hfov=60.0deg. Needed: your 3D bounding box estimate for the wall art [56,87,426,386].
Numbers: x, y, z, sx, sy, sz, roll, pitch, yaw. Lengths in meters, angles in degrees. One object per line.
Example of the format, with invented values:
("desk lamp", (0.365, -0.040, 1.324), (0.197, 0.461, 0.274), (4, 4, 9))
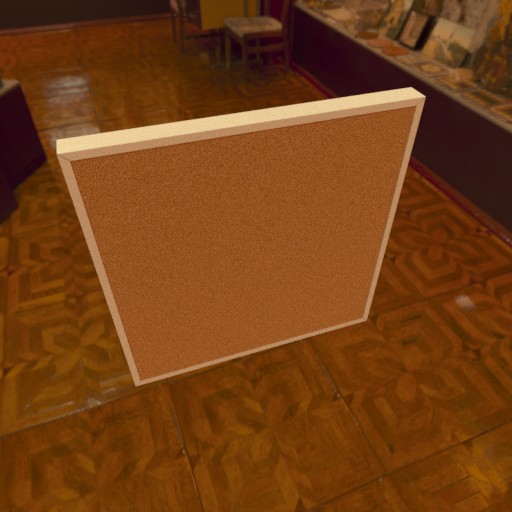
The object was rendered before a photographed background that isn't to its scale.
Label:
("wall art", (0.000, 0.000, 0.766), (0.508, 0.508, 0.037), (-13, 44, -14))
